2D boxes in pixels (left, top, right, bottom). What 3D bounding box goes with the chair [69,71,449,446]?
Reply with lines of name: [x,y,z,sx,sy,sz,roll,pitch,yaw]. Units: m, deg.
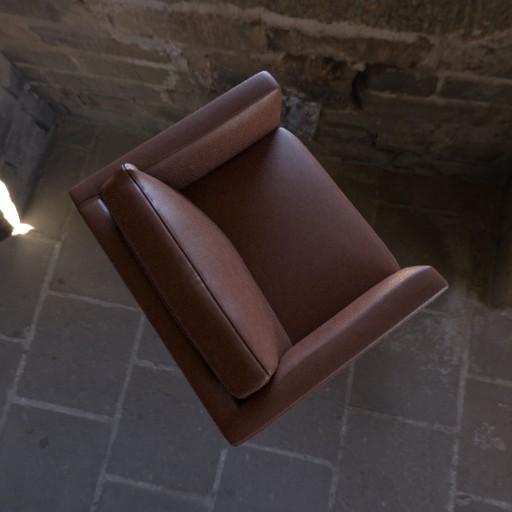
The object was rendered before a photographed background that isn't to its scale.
chair: [0.000,0.000,1.861,0.959,0.917,1.107,-34,78,-8]
